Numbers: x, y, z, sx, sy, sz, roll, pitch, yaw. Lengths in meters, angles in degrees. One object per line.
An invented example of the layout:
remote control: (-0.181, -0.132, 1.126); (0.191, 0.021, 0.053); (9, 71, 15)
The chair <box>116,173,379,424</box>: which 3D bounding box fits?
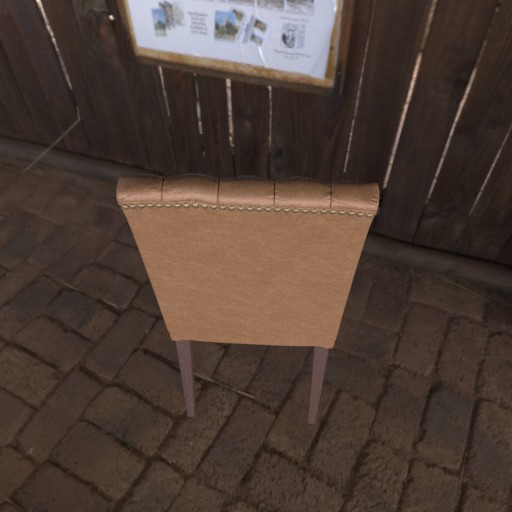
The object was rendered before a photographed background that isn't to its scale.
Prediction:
chair: (0.000, 0.000, 1.362); (0.511, 1.016, 0.647); (2, 47, 2)
